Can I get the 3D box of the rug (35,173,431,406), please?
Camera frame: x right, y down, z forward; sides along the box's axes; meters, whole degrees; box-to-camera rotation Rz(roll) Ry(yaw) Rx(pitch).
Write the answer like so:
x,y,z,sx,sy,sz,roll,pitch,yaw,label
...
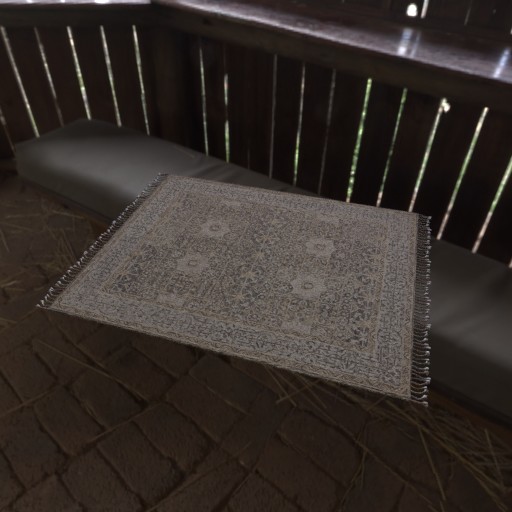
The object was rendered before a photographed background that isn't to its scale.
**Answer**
x,y,z,sx,sy,sz,roll,pitch,yaw,label
0.000,0.000,4.353,3.291,0.017,2.431,11,41,13,rug
